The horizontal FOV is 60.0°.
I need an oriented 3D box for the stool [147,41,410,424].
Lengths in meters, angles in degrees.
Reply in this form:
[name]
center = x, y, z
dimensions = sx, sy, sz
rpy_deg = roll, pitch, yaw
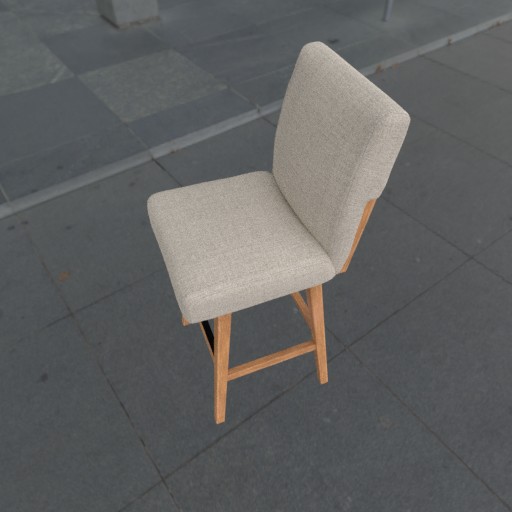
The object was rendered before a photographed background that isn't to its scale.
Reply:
[stool]
center = 0.000, 0.000, 1.403
dimensions = 0.569, 1.106, 0.483
rpy_deg = -16, 49, -14
